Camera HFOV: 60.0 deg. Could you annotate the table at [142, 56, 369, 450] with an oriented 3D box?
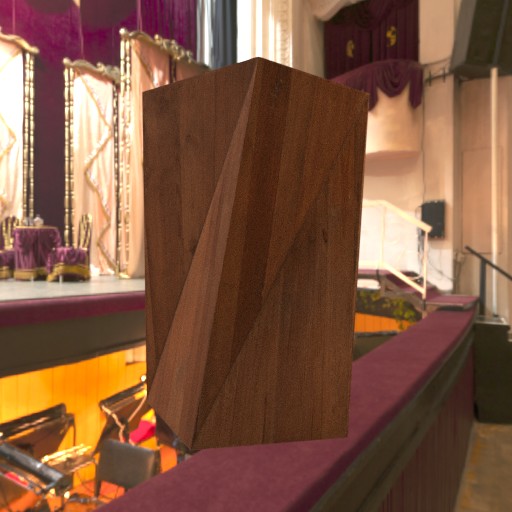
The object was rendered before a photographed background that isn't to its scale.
[{"bbox_3d":[0.000,0.000,0.888,0.425,0.604,0.441,0,1,37],"label":"table"}]
